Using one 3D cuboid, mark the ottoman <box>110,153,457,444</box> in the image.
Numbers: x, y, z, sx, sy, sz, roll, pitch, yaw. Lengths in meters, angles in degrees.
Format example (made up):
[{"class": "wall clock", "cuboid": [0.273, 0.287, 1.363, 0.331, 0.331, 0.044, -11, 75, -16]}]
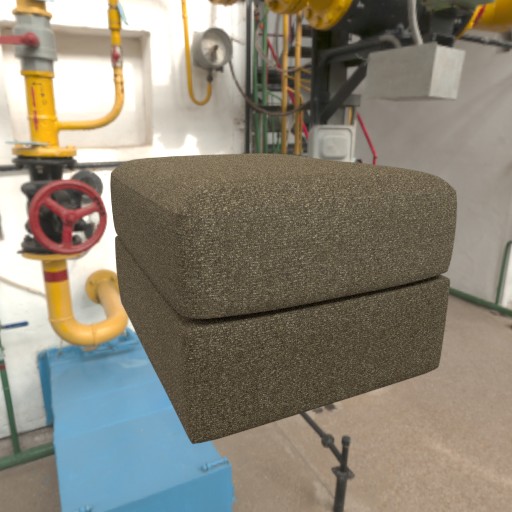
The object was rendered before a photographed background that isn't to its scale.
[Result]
[{"class": "ottoman", "cuboid": [0.000, 0.000, 1.115, 0.598, 0.476, 0.742, -8, 18, -25]}]
